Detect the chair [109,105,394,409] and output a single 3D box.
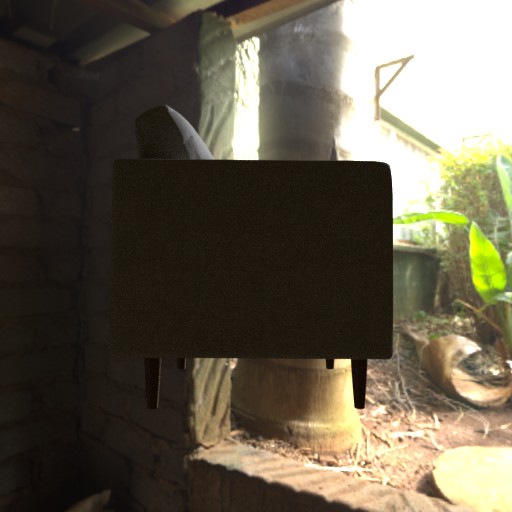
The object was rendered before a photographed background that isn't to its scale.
[{"bbox_3d":[0.000,0.000,1.606,0.800,0.927,0.855,0,-2,0],"label":"chair"}]
